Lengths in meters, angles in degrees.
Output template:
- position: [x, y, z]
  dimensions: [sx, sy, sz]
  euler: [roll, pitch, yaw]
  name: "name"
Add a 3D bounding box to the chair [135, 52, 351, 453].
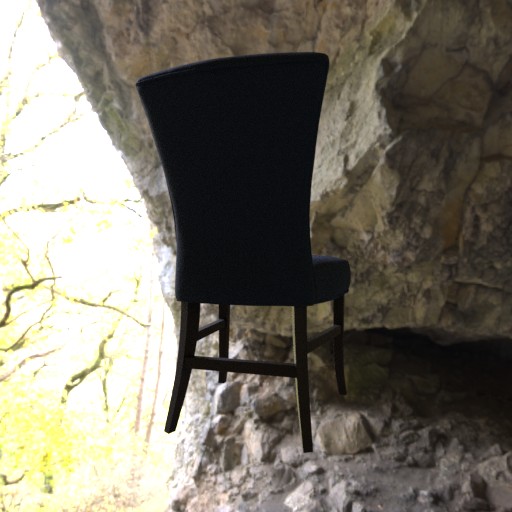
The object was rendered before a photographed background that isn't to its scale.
- position: [0.000, 0.000, 1.369]
  dimensions: [0.520, 0.991, 0.660]
  euler: [0, 1, 18]
  name: "chair"
